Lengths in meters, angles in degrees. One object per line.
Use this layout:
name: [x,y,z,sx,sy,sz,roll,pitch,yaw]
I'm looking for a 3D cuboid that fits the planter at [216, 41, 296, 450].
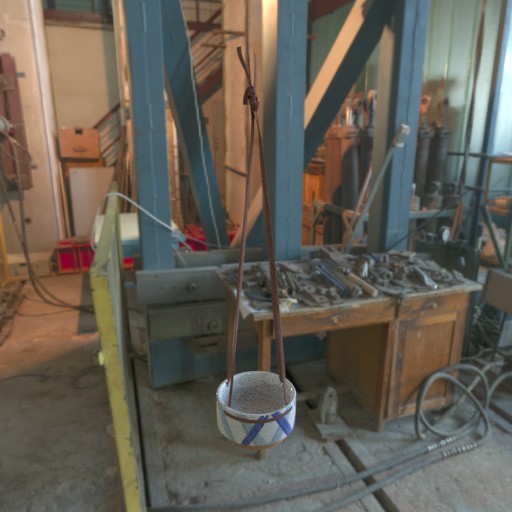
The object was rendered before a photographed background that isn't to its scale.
planter: [0.000,0.000,0.827,0.166,0.751,0.166,8,18,26]
